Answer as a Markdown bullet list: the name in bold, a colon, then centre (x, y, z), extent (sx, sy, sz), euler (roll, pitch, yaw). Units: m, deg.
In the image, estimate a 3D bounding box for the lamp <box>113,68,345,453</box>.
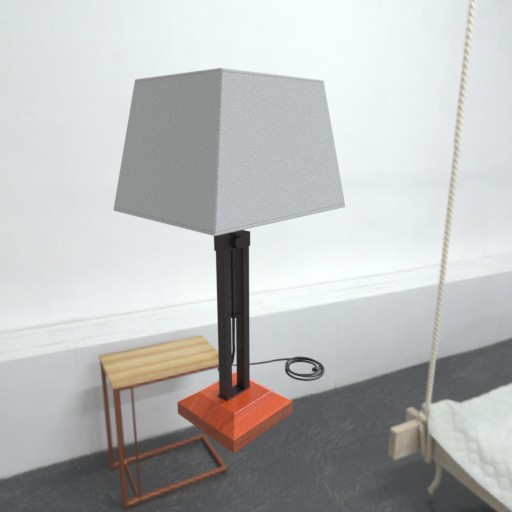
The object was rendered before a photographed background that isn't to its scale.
- **lamp**: centre (0.000, 0.000, 0.980), extent (0.310, 0.737, 0.498), euler (15, 22, 42)
